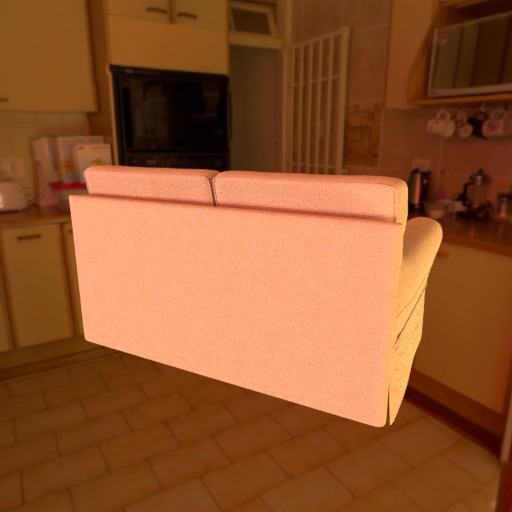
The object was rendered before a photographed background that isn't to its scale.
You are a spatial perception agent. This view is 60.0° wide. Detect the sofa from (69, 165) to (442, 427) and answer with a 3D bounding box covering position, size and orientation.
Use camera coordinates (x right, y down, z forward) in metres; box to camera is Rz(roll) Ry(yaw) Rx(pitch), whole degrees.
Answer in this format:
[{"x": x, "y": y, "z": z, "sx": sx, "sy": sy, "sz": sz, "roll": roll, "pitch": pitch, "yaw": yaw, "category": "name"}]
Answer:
[{"x": 0.000, "y": 0.000, "z": 2.354, "sx": 1.727, "sy": 0.940, "sz": 0.991, "roll": 8, "pitch": 17, "yaw": 27, "category": "sofa"}]
